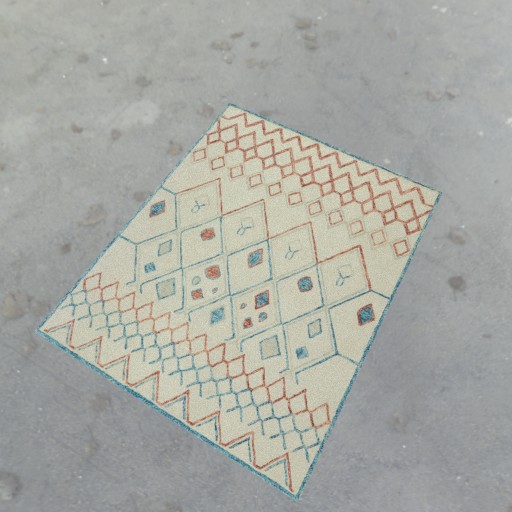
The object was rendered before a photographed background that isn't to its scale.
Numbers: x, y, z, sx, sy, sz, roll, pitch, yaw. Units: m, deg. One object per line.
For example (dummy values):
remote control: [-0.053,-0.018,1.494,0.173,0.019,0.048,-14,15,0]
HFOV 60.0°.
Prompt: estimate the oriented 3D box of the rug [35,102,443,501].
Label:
rug: [0.000,0.000,3.976,2.441,0.016,3.050,27,65,14]
